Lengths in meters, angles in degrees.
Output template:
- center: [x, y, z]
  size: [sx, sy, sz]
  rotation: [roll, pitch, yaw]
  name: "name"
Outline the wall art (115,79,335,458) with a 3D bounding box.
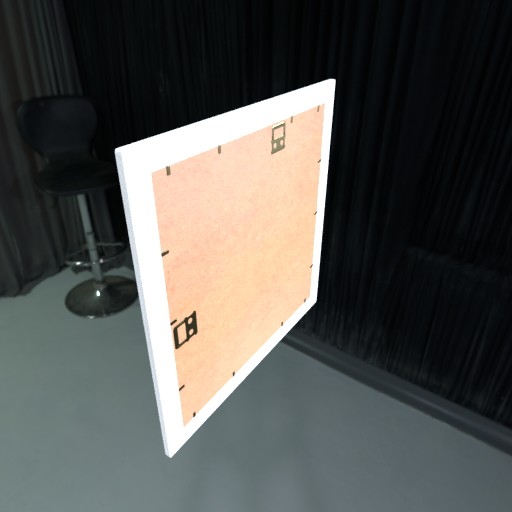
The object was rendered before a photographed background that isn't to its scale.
- center: [0.000, 0.000, 0.883]
  size: [0.013, 0.584, 0.584]
  rotation: [19, 36, 29]
  name: "wall art"
